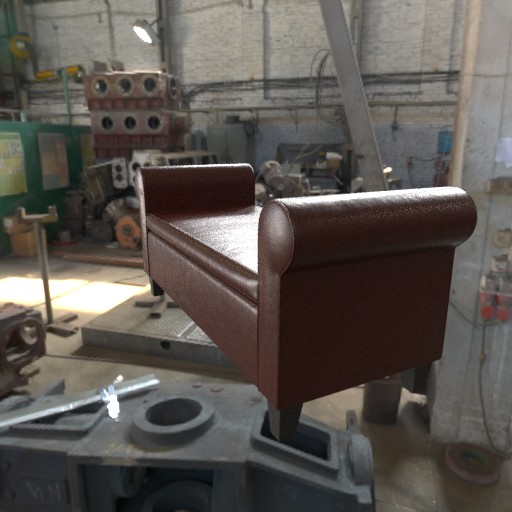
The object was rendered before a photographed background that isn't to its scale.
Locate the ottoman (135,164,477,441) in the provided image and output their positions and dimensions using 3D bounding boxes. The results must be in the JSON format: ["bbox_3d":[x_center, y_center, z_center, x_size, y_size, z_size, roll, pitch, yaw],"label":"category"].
[{"bbox_3d":[0.000,0.000,1.502,0.521,0.547,1.256,-8,17,-27],"label":"ottoman"}]
